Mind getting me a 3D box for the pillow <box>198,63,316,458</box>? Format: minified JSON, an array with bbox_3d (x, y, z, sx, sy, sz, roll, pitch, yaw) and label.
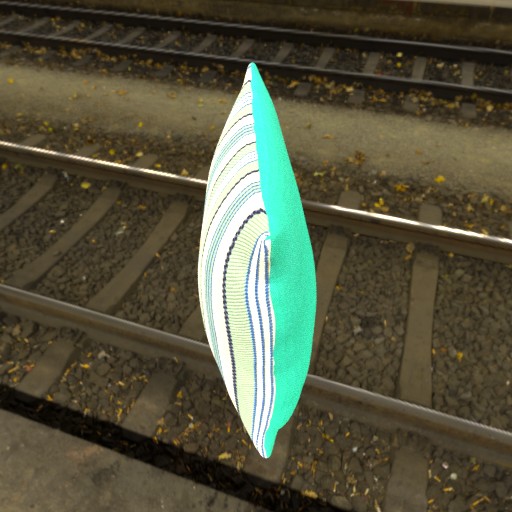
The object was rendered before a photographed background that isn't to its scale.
[{"bbox_3d":[0.000,0.000,0.683,0.182,0.441,0.440,-1,42,-2],"label":"pillow"}]
